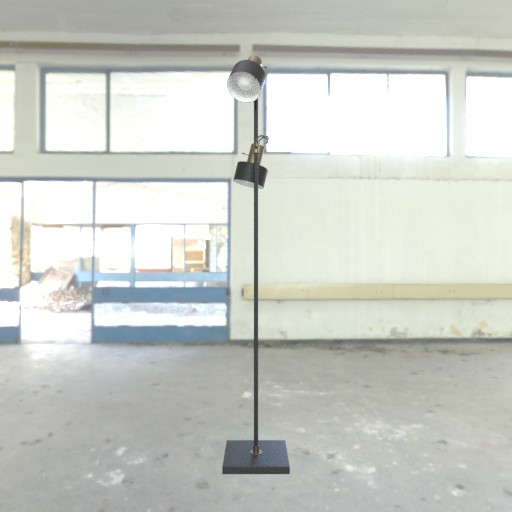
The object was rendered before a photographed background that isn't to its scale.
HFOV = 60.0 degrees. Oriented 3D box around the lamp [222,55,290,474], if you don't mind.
[{"bbox_3d":[0.000,0.000,1.660,0.233,1.505,0.315,0,-1,0],"label":"lamp"}]
